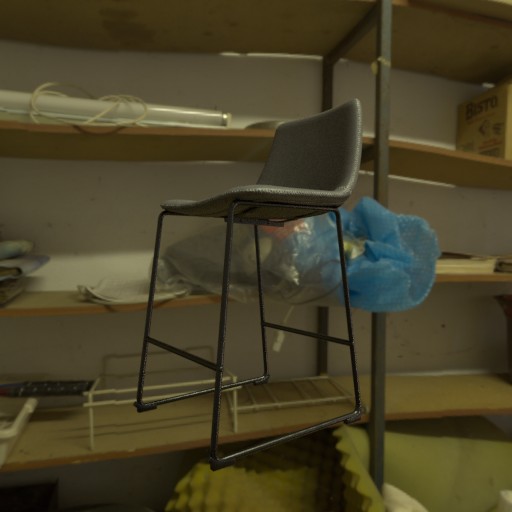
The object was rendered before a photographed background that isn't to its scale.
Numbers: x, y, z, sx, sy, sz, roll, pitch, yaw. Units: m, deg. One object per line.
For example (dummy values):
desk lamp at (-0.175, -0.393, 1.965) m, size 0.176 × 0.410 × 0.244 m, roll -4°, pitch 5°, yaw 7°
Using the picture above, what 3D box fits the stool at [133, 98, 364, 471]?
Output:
stool at (0.000, 0.000, 1.223) m, size 0.546 × 0.876 × 0.470 m, roll -1°, pitch 1°, yaw -37°
